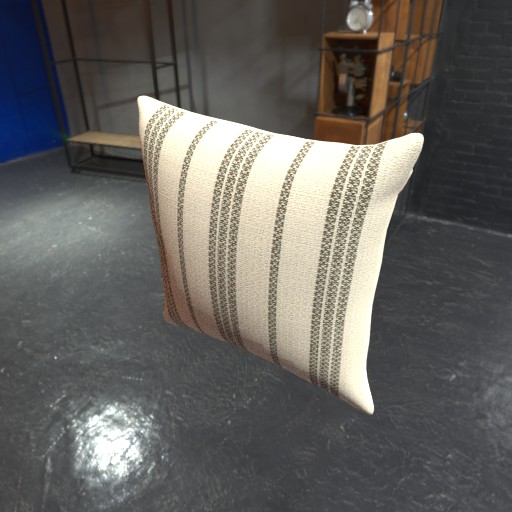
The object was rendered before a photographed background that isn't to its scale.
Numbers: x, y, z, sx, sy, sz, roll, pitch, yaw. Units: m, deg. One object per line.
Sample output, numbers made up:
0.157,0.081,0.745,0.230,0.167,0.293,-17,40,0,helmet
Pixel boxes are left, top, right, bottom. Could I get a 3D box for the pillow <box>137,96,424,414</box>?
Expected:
0.000,0.000,0.640,0.405,0.406,0.173,18,34,28,pillow
